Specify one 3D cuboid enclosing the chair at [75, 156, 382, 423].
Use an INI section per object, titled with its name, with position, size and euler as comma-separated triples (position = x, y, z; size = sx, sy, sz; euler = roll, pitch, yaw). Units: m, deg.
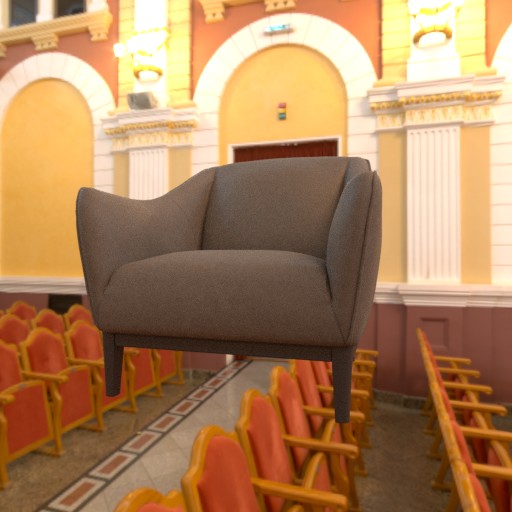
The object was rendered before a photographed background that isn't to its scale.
[chair]
position = 0.000, 0.000, 1.547
size = 0.871, 0.830, 0.852
euler = 0, 0, 18
